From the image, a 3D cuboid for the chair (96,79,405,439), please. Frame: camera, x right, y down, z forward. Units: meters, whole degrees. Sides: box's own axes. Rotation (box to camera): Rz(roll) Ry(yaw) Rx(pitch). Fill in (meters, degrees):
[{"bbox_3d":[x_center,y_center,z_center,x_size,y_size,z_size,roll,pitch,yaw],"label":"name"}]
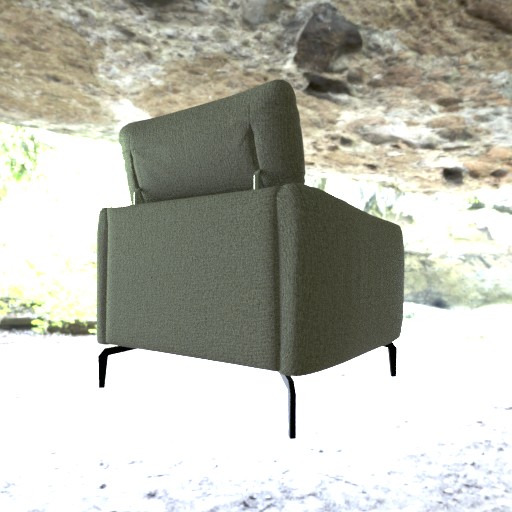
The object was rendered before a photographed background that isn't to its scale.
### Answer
[{"bbox_3d":[0.000,0.000,1.720,0.972,0.967,0.835,-1,-2,36],"label":"chair"}]
